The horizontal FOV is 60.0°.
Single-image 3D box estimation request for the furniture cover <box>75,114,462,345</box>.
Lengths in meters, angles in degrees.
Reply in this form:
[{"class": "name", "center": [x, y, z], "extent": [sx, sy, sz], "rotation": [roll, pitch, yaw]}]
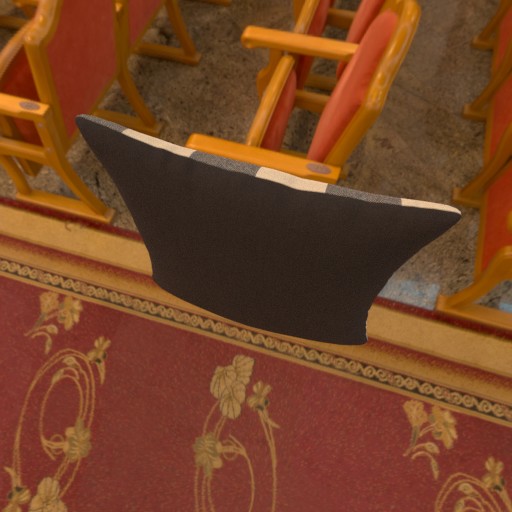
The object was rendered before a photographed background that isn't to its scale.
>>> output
[{"class": "furniture cover", "center": [0.000, 0.000, 0.780], "extent": [0.511, 0.509, 0.161], "rotation": [16, 63, 8]}]
